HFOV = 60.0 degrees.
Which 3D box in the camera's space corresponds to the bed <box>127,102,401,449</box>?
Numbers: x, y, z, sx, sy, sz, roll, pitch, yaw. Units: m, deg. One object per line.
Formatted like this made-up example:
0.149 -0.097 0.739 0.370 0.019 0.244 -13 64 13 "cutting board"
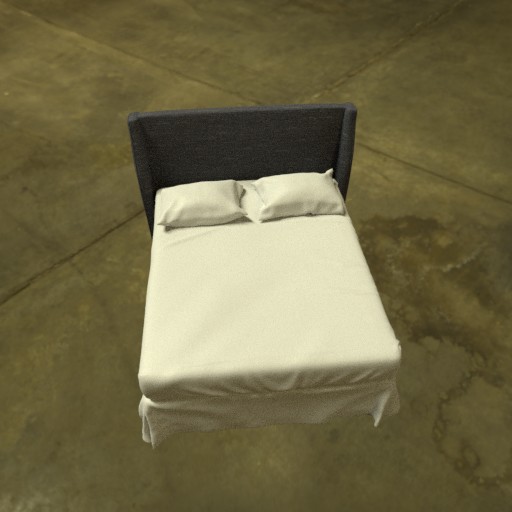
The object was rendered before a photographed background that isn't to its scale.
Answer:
0.000 0.000 3.402 1.925 1.332 2.276 -4 46 -4 "bed"
